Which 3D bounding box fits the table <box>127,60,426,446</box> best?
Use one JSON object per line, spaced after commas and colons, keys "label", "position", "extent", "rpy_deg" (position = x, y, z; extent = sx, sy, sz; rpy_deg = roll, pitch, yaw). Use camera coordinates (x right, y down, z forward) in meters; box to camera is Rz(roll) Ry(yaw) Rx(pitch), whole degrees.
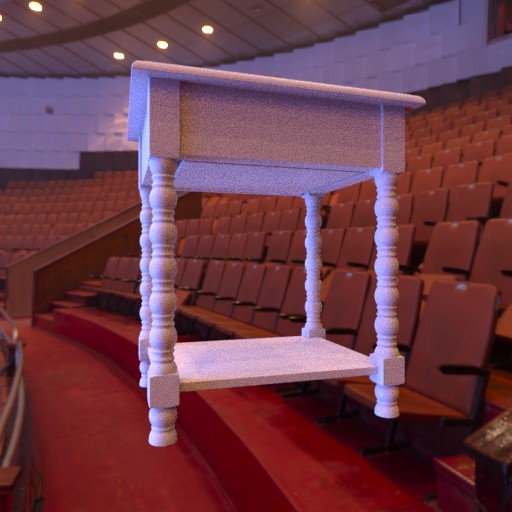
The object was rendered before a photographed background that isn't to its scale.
{"label": "table", "position": [0.000, 0.000, 0.831], "extent": [0.460, 0.531, 0.381], "rpy_deg": [0, 0, -17]}
